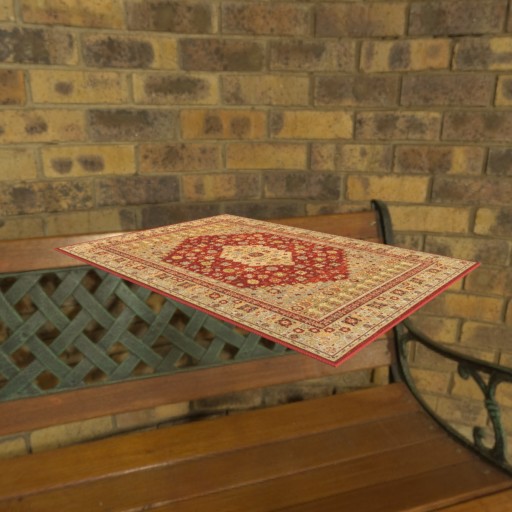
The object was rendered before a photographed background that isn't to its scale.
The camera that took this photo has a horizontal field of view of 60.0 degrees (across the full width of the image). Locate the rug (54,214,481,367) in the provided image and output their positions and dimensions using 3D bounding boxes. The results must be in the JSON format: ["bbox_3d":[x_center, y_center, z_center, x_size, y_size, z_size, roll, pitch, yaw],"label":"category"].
[{"bbox_3d":[0.000,0.000,2.818,2.211,0.013,1.593,15,22,40],"label":"rug"}]
